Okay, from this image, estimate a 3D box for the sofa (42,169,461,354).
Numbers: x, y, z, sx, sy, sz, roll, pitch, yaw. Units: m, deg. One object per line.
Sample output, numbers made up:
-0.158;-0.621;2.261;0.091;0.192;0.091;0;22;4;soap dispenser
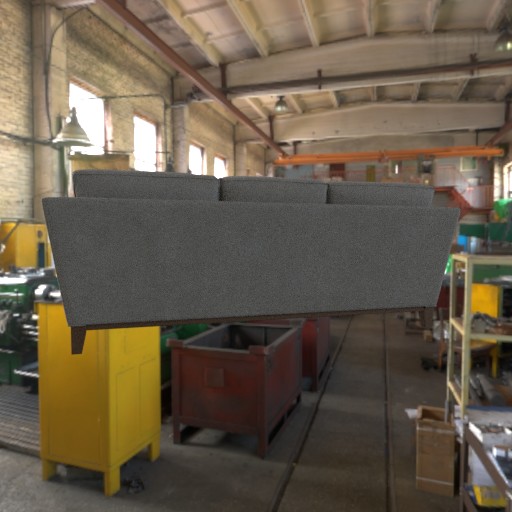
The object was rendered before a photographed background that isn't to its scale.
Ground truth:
0.000;0.000;2.872;2.387;0.940;0.965;-1;2;-18;sofa
